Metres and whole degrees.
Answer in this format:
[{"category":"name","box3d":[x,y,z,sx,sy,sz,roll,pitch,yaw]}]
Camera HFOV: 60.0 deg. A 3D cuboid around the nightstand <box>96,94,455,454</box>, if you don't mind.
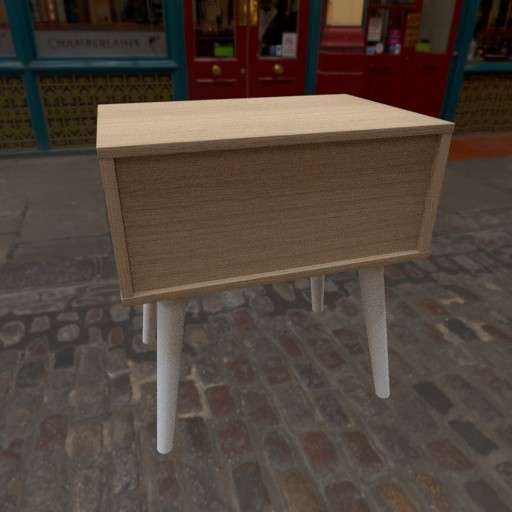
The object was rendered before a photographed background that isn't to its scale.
[{"category":"nightstand","box3d":[0.000,0.000,0.977,0.571,0.610,0.407,-8,28,-15]}]
